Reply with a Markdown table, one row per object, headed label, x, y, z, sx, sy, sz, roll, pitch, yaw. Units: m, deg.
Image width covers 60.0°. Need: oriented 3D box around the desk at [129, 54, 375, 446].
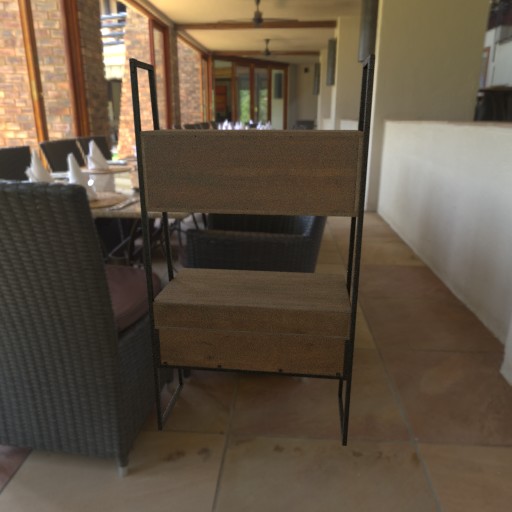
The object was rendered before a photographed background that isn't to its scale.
| label | x | y | z | sx | sy | sz | roll | pitch | yaw |
| --- | --- | --- | --- | --- | --- | --- | --- | --- | --- |
| desk | 0.000 | 0.000 | 2.256 | 0.982 | 1.809 | 0.515 | 2 | 17 | 7 |
